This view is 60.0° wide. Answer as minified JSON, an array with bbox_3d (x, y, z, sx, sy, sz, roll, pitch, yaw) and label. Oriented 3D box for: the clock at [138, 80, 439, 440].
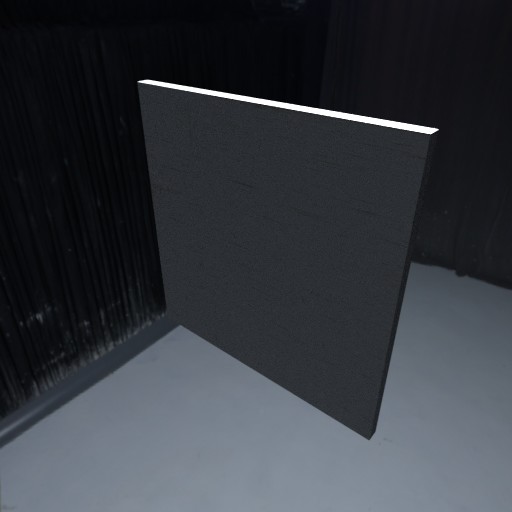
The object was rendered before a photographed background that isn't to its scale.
[{"bbox_3d":[0.000,0.000,1.044,0.705,0.705,0.032,23,38,33],"label":"clock"}]
